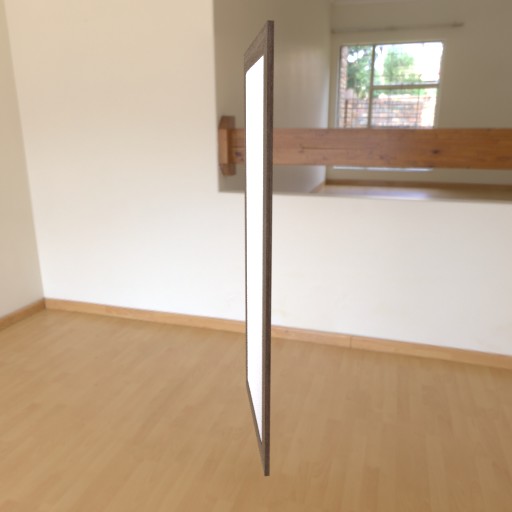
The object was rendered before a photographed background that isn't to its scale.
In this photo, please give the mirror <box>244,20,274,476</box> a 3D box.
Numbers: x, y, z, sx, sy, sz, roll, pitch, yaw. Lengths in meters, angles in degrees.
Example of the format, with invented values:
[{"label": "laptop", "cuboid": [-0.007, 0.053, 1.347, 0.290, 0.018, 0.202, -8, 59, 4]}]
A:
[{"label": "mirror", "cuboid": [0.000, 0.000, 2.295, 0.025, 2.032, 0.812, -2, 16, -7]}]
